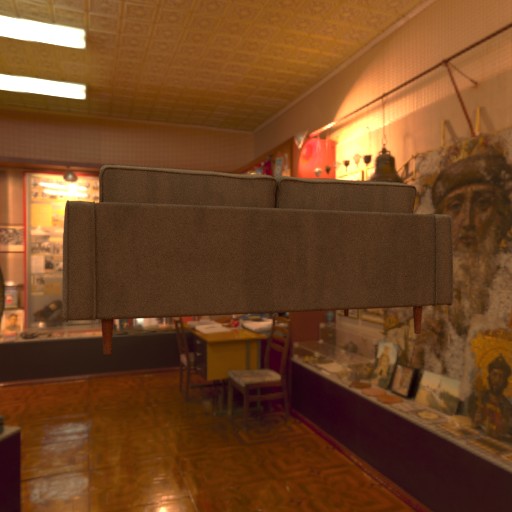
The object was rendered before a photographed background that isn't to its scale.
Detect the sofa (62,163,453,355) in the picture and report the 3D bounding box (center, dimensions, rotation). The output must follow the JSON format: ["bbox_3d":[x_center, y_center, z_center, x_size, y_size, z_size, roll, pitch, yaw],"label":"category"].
[{"bbox_3d":[0.000,0.000,2.457,1.920,0.825,0.924,0,0,-19],"label":"sofa"}]
